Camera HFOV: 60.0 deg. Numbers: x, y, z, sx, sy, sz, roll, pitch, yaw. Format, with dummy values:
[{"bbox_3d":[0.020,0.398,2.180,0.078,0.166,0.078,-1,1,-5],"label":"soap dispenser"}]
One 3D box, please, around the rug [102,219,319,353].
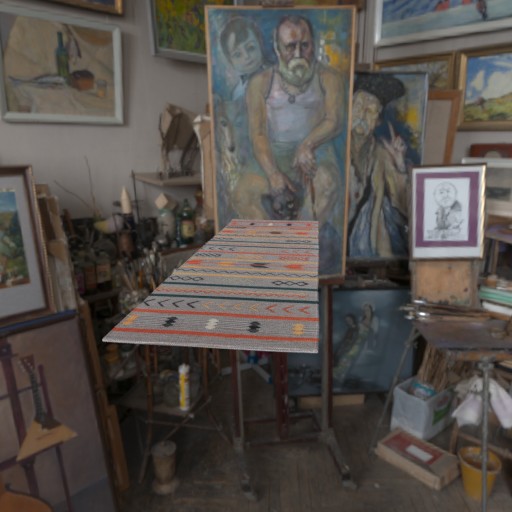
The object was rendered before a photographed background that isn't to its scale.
[{"bbox_3d":[0.000,0.000,2.634,0.744,0.022,2.419,2,15,8],"label":"rug"}]
